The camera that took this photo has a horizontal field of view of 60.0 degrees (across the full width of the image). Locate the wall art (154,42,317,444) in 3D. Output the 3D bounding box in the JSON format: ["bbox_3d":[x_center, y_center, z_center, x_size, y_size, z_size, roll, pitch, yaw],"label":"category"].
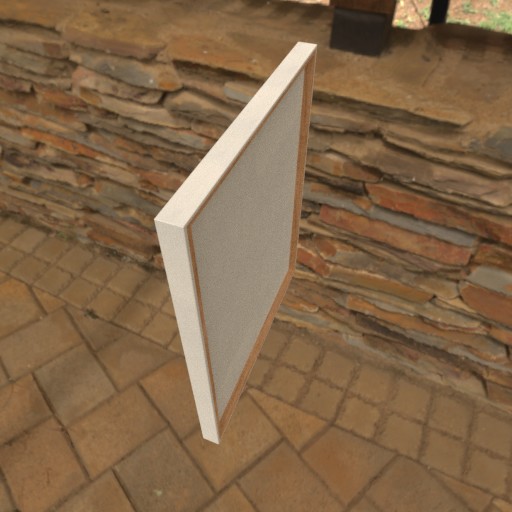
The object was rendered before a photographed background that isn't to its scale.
[{"bbox_3d":[0.000,0.000,0.849,0.037,0.606,0.508,16,49,14],"label":"wall art"}]
